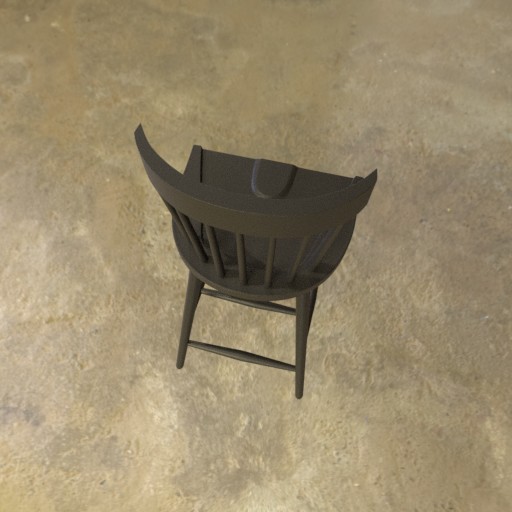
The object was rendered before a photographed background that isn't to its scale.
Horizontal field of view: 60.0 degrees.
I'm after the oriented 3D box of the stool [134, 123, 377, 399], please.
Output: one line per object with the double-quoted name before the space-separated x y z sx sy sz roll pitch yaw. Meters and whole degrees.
"stool" 0.000 0.000 1.250 0.494 0.953 0.549 12 64 6
